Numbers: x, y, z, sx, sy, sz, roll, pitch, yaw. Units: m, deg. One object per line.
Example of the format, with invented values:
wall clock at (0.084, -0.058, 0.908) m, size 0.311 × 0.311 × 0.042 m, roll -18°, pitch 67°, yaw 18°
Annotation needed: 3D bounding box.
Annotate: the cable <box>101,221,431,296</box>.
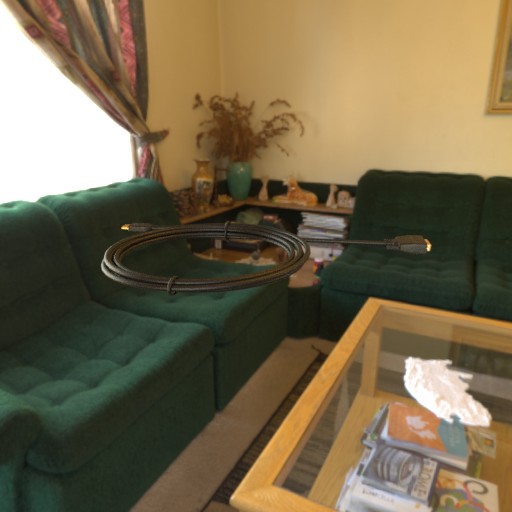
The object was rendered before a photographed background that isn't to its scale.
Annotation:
cable at (0.000, 0.000, 0.511) m, size 0.422 × 0.030 × 0.257 m, roll 3°, pitch 18°, yaw 9°
